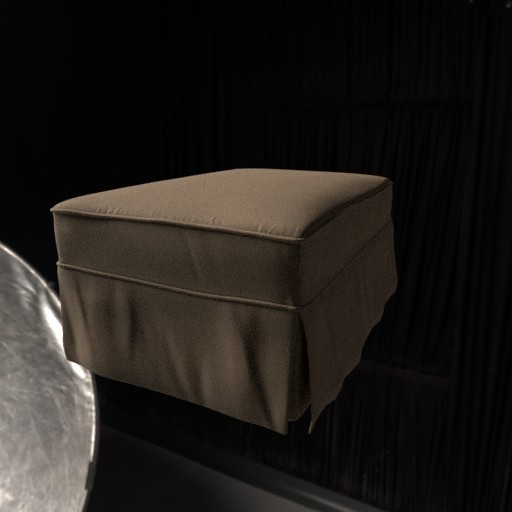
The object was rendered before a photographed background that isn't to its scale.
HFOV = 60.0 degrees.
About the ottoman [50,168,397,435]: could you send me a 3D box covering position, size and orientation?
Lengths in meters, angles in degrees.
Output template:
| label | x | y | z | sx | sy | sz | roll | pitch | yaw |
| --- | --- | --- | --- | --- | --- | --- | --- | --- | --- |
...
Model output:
| label | x | y | z | sx | sy | sz | roll | pitch | yaw |
| --- | --- | --- | --- | --- | --- | --- | --- | --- | --- |
| ottoman | 0.000 | 0.000 | 1.343 | 0.721 | 0.482 | 0.959 | 8 | 18 | 25 |
